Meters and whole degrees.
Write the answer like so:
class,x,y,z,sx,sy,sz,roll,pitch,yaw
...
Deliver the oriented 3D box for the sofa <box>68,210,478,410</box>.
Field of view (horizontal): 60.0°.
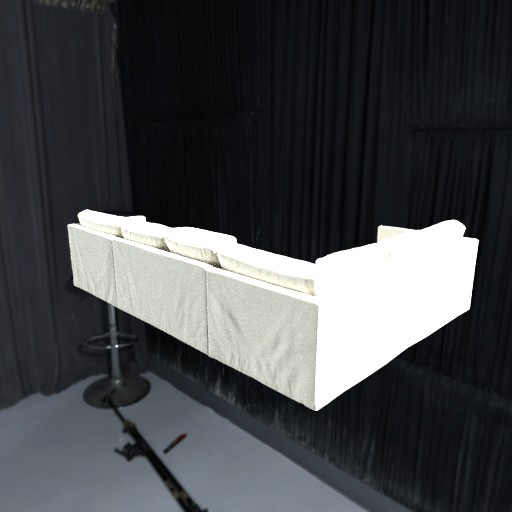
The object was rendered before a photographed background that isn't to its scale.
class,x,y,z,sx,sy,sz,roll,pitch,yaw
sofa,0.000,0.000,4.542,2.427,0.882,3.460,-14,20,-43
